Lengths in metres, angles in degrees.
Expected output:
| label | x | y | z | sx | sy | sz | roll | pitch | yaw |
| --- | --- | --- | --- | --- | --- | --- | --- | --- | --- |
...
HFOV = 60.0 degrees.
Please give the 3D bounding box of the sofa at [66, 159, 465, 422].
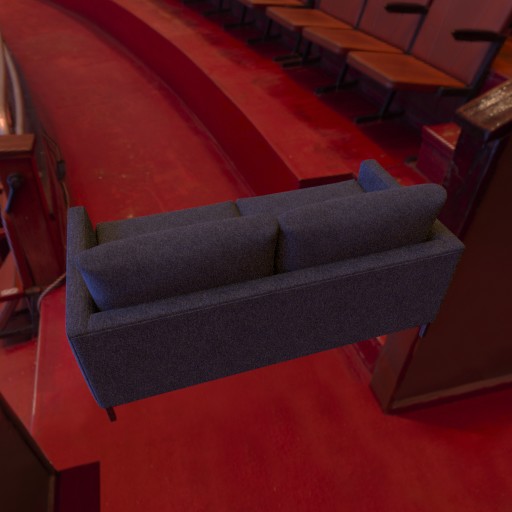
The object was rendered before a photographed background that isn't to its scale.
| label | x | y | z | sx | sy | sz | roll | pitch | yaw |
| --- | --- | --- | --- | --- | --- | --- | --- | --- | --- |
| sofa | 0.000 | 0.000 | 2.199 | 1.716 | 0.862 | 0.866 | -12 | 42 | -13 |
